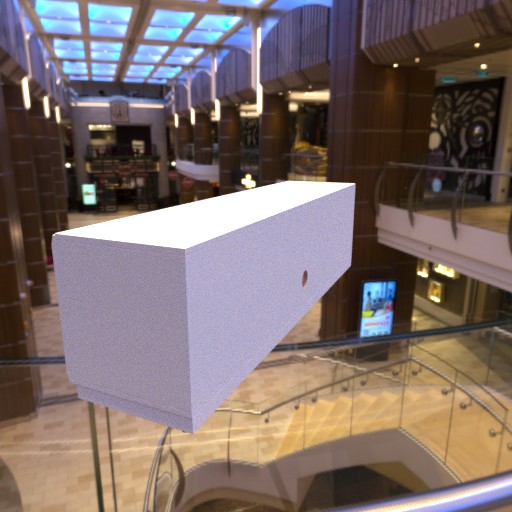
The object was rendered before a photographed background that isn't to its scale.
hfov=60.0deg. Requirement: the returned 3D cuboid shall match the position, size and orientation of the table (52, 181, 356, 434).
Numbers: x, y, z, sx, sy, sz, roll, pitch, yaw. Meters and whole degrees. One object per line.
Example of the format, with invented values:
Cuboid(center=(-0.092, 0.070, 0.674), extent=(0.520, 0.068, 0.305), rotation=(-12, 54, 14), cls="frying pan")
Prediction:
Cuboid(center=(0.000, 0.000, 1.710), extent=(0.400, 0.440, 1.550), rotation=(7, 16, 24), cls="table")
